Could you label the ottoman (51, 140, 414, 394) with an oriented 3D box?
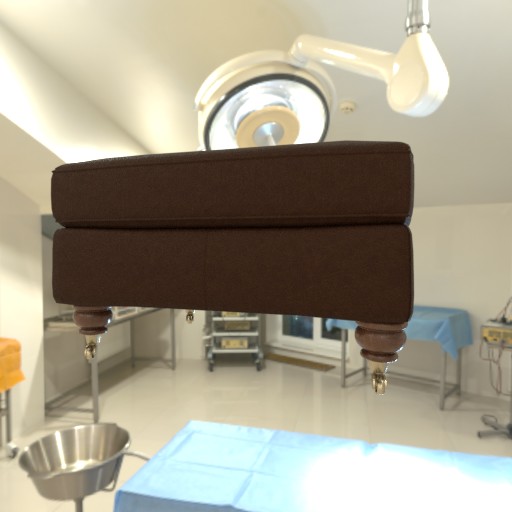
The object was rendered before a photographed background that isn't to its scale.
[{"bbox_3d":[0.000,0.000,1.784,1.187,0.730,0.967,1,2,19],"label":"ottoman"}]
